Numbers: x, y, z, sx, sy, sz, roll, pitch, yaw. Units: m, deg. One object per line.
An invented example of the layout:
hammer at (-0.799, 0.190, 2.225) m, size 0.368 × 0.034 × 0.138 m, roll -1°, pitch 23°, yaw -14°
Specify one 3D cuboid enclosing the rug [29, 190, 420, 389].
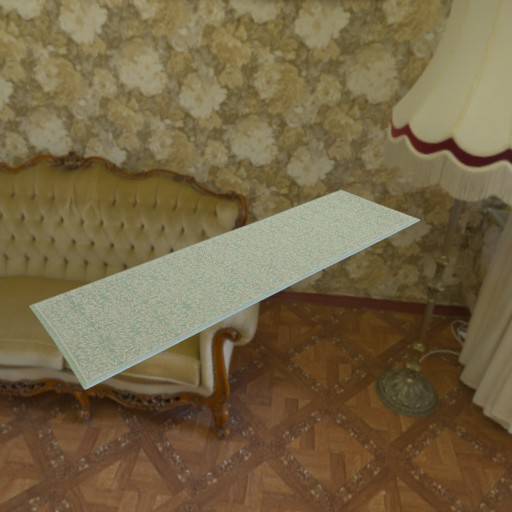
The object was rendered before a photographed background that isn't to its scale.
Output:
rug at (0.000, 0.000, 2.446) m, size 2.196 × 0.011 × 0.662 m, roll -23°, pitch 38°, yaw -34°
